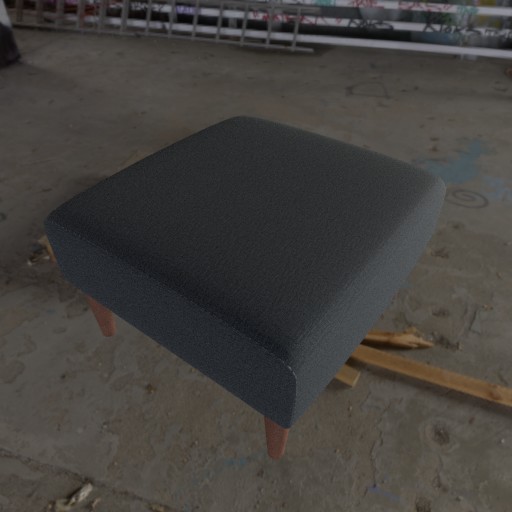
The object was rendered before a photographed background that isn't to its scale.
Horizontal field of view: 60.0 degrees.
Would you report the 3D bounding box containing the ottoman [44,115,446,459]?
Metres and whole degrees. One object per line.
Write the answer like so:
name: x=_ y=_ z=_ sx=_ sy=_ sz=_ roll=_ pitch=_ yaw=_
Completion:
ottoman: x=0.000 y=0.000 z=1.051 sx=0.649 sy=0.398 sz=0.650 roll=26 pitch=46 yaw=27
